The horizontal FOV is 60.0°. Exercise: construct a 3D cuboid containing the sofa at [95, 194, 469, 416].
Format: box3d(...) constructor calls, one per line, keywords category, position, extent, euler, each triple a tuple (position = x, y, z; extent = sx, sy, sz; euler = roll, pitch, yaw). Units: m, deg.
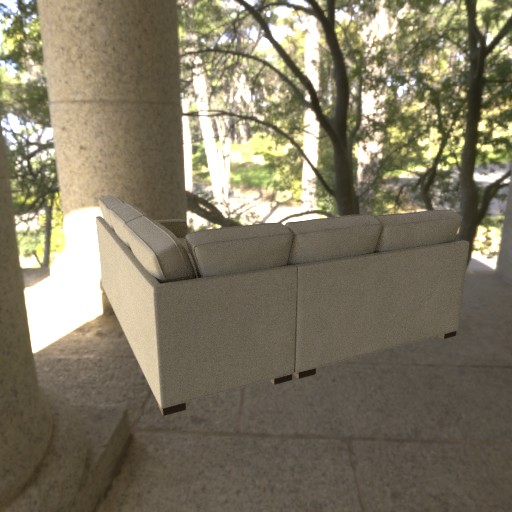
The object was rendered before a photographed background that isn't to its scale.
box3d(category="sofa", position=(0.000, 0.000, 3.558), extent=(2.188, 0.936, 2.211), euler=(-8, 17, -26))
